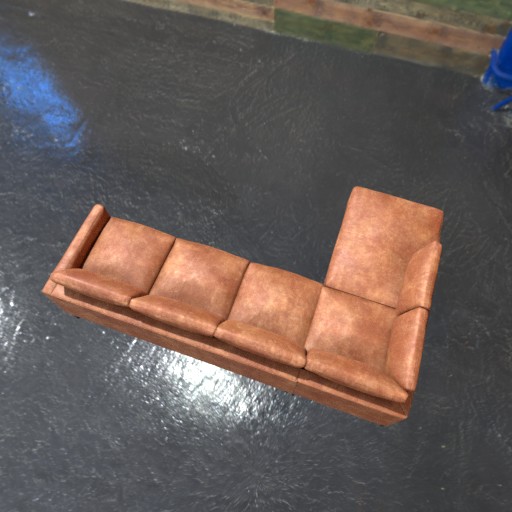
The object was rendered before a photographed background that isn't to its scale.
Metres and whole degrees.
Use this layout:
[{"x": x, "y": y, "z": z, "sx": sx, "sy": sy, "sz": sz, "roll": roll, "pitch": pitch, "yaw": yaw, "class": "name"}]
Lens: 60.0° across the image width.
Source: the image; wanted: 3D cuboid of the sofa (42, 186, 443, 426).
[{"x": 0.000, "y": 0.000, "z": 3.910, "sx": 2.984, "sy": 0.877, "sz": 1.938, "roll": 17, "pitch": 65, "yaw": 9, "class": "sofa"}]
